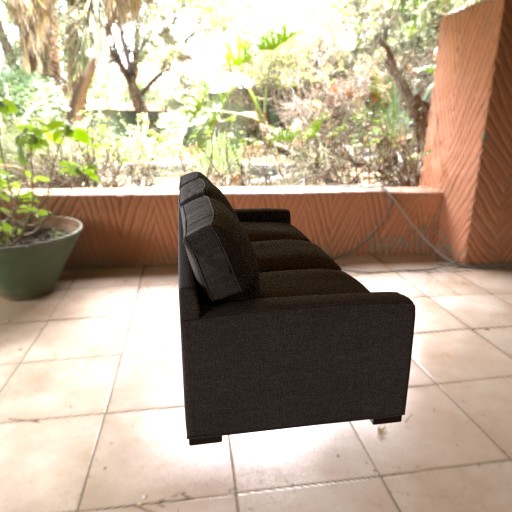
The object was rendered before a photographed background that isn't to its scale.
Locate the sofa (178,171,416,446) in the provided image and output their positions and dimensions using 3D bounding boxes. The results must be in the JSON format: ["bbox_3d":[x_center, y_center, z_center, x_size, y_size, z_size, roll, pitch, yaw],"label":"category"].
[{"bbox_3d":[0.000,0.000,2.935,1.004,0.978,2.369,-3,16,-9],"label":"sofa"}]
